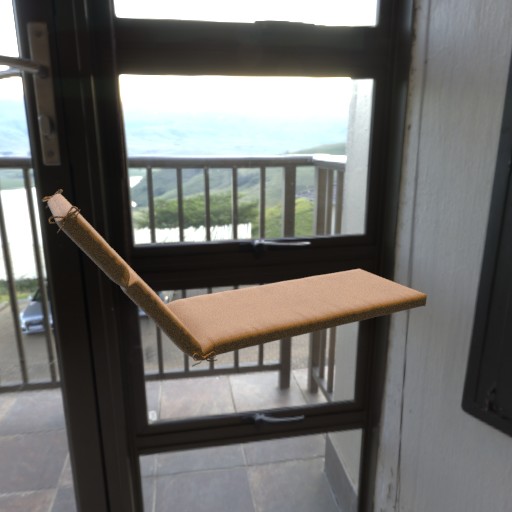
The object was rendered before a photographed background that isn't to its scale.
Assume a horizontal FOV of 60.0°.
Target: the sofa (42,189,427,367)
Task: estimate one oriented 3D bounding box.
[{"bbox_3d":[0.000,0.000,1.984,1.663,0.622,0.582,-8,17,-27],"label":"sofa"}]
